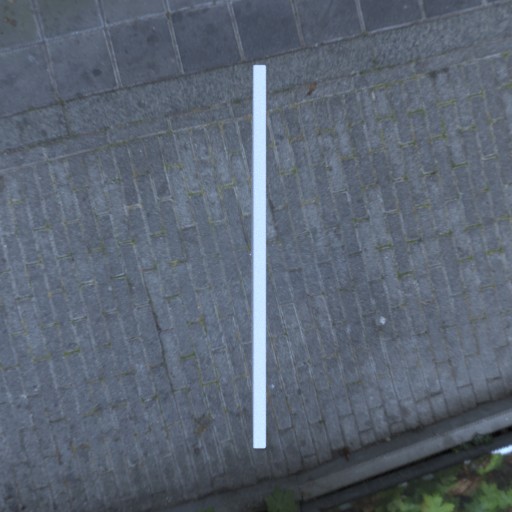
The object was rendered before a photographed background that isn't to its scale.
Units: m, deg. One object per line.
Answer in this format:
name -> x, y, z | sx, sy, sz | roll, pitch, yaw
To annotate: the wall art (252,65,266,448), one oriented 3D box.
wall art -> 0.000, 0.000, 0.620 | 0.011, 0.482, 0.329 | 0, 90, -1
